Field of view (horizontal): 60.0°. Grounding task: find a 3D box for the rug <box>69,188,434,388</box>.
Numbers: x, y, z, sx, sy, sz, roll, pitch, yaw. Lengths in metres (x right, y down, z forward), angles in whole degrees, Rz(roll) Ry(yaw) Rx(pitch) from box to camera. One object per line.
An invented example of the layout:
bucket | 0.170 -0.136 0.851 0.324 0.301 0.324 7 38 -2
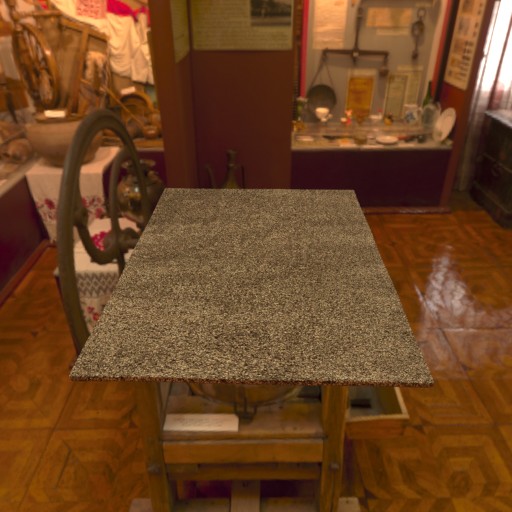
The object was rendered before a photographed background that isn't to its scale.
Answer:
rug | 0.000 0.000 2.135 1.198 0.025 1.601 1 31 1
